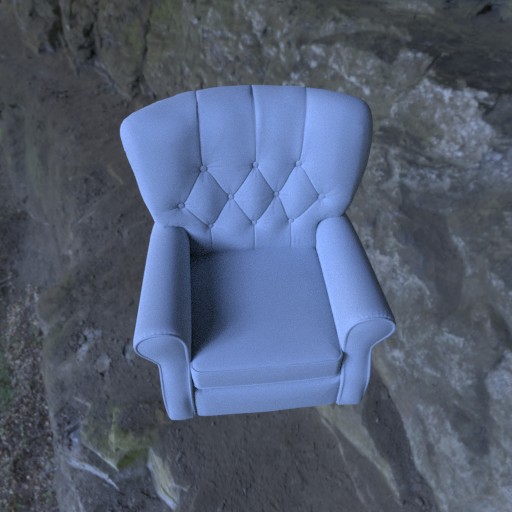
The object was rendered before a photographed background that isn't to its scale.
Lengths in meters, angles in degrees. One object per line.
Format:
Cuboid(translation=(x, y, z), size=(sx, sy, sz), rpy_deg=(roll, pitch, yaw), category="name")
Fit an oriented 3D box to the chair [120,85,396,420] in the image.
Cuboid(translation=(0.000, 0.000, 2.060), size=(1.090, 1.217, 1.128), rpy_deg=(-4, 45, -4), category="chair")
